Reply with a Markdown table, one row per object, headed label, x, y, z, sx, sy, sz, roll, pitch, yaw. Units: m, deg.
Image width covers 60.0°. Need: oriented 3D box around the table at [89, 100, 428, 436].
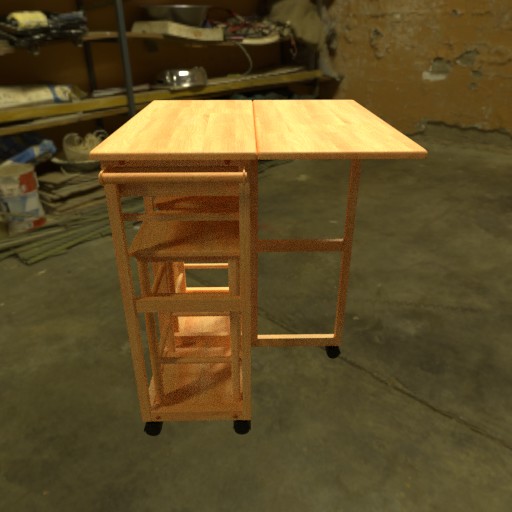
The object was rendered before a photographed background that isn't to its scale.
| label | x | y | z | sx | sy | sz | roll | pitch | yaw |
| --- | --- | --- | --- | --- | --- | --- | --- | --- | --- |
| table | 0.000 | 0.000 | 1.395 | 0.693 | 0.832 | 0.752 | -1 | 27 | -1 |
